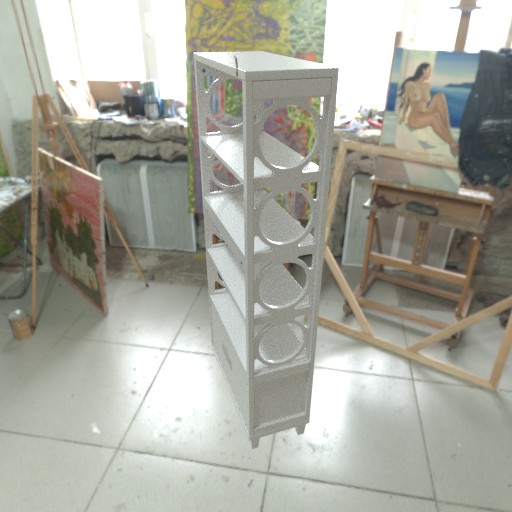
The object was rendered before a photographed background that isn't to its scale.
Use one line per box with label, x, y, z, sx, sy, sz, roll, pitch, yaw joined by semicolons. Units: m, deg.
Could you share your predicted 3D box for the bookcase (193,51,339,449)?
bookcase;0.000;0.000;2.193;0.361;1.869;0.761;-10;30;-17
